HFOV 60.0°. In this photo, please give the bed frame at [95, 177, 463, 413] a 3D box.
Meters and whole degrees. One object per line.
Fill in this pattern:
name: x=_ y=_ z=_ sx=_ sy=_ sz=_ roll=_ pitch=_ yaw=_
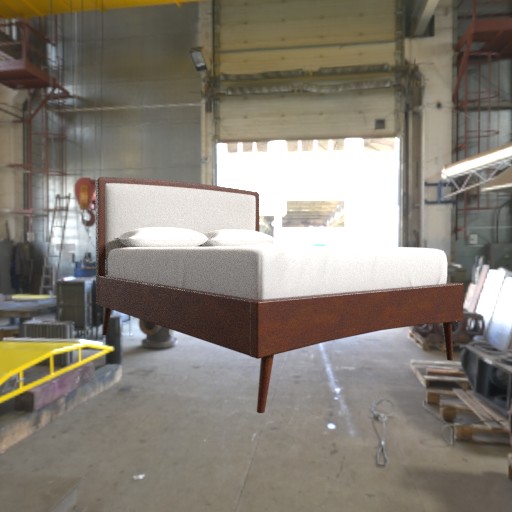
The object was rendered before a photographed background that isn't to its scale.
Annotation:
bed frame: x=0.000 y=0.000 z=3.142 sx=1.587 sy=1.279 sz=2.171 roll=-1 pitch=1 yaw=-36
